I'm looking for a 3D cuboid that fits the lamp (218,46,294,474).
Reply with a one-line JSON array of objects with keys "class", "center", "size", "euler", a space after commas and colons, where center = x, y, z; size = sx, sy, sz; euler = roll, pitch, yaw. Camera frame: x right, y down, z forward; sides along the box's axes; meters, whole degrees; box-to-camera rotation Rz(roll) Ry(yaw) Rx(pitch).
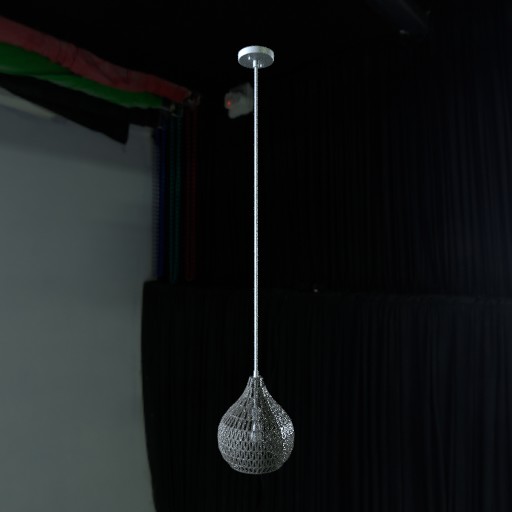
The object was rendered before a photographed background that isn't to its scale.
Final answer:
[{"class": "lamp", "center": [0.000, 0.000, 2.089], "size": [0.355, 1.919, 0.355], "euler": [-1, -2, 37]}]
